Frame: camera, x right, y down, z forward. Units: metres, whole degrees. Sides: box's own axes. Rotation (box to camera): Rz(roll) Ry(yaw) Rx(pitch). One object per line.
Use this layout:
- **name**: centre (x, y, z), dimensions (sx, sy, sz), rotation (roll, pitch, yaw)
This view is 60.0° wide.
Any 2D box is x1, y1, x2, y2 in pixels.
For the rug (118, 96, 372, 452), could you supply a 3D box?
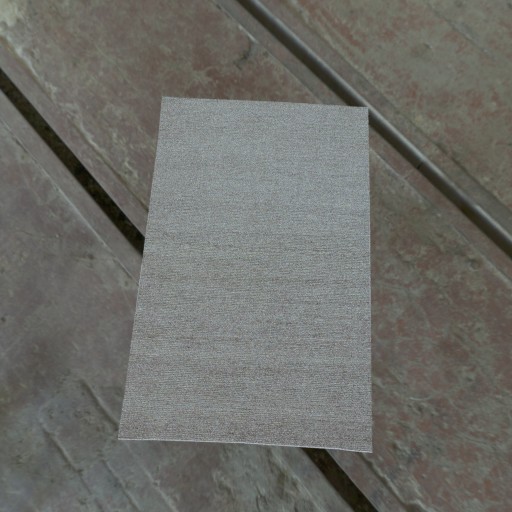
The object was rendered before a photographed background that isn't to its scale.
- **rug**: centre (0.000, 0.000, 2.235), dimensions (1.154, 0.021, 1.792), rotation (3, 75, 1)
